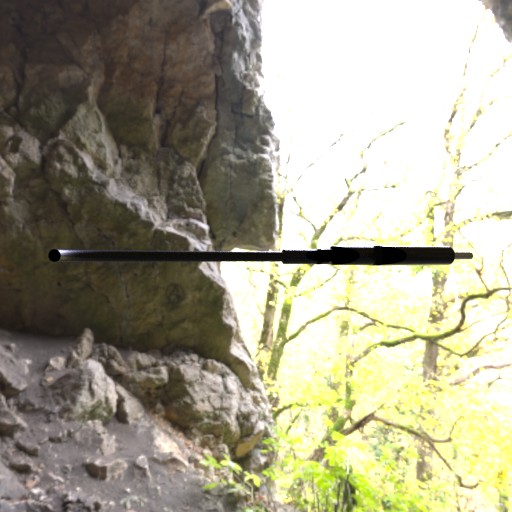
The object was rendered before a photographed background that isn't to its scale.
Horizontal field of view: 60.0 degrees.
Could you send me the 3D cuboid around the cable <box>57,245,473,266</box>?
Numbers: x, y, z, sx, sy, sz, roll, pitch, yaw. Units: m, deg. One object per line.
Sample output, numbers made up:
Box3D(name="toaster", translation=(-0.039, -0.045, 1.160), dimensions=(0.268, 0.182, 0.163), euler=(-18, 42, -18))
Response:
Box3D(name="cable", translation=(0.000, 0.000, 0.110), dimensions=(0.098, 0.005, 0.041), euler=(0, -1, -18))
